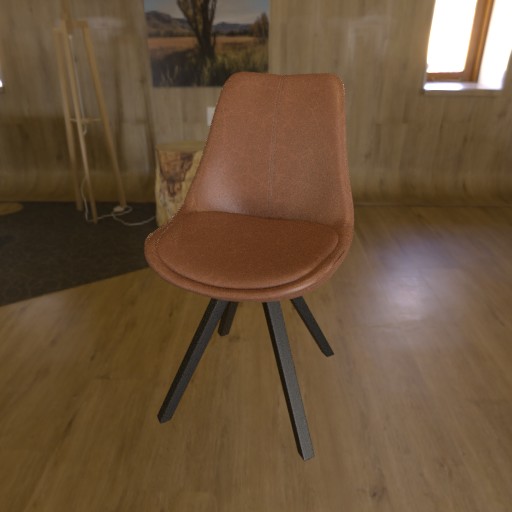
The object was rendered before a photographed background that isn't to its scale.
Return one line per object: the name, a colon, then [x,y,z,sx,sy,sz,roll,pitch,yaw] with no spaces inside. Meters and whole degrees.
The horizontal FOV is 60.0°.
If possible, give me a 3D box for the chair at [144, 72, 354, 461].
chair: [0.000,0.000,1.146,0.475,0.850,0.550,8,27,16]
